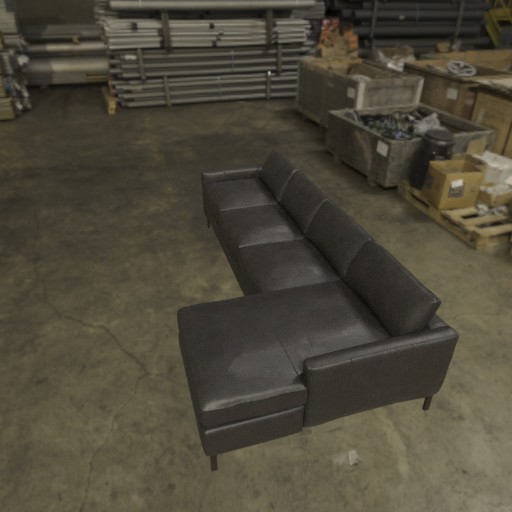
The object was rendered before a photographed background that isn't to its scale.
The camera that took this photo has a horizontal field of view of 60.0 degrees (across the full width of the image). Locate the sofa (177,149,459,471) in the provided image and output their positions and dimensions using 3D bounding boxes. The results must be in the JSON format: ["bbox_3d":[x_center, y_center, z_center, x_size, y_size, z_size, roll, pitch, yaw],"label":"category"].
[{"bbox_3d":[0.000,0.000,3.597,1.471,0.859,2.993,-9,32,-14],"label":"sofa"}]
